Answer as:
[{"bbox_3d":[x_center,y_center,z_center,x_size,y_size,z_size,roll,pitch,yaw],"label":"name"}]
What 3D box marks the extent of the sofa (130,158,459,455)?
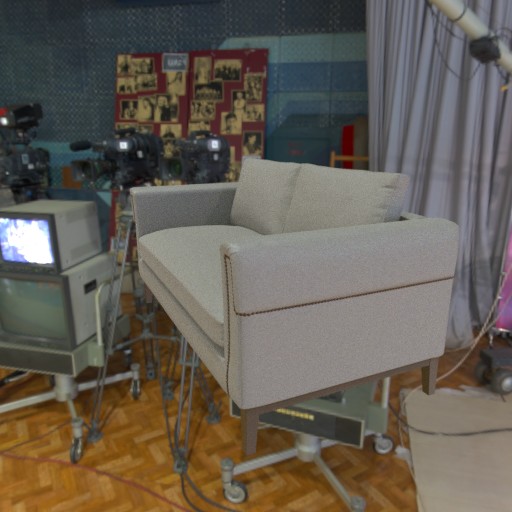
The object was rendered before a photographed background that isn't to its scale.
[{"bbox_3d":[0.000,0.000,2.152,0.899,0.873,1.598,-7,17,-25],"label":"sofa"}]
